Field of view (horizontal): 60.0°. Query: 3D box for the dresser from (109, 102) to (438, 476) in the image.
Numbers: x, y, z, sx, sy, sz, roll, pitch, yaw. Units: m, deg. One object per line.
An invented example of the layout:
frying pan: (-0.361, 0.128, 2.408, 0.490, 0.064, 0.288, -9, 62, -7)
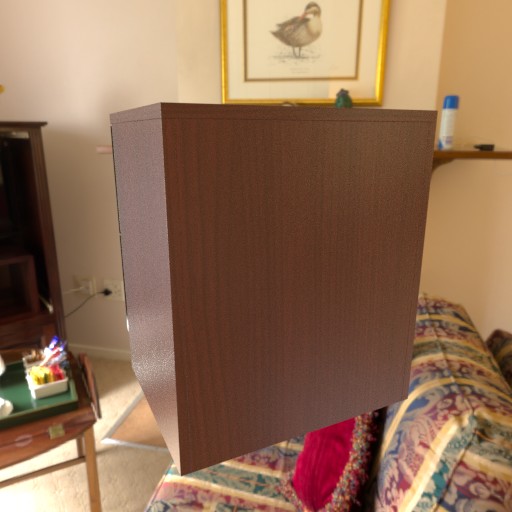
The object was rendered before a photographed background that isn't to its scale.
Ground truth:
dresser: (0.000, 0.000, 0.764, 0.400, 0.470, 0.360, -8, 17, -25)
